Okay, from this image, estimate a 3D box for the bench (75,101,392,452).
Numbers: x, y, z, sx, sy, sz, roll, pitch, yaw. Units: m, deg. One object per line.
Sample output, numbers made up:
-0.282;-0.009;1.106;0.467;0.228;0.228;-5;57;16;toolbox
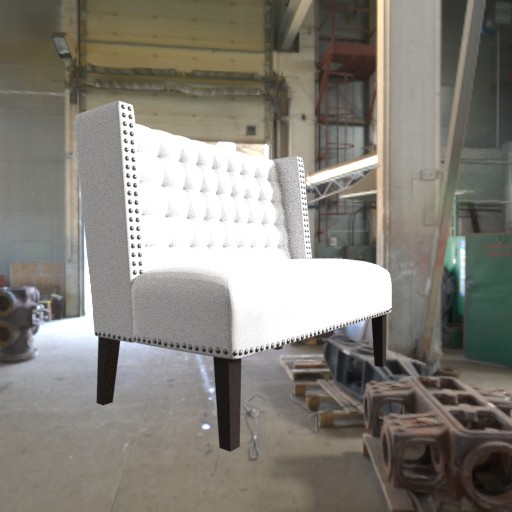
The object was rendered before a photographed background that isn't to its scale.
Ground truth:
0.000;0.000;1.991;0.847;1.123;1.280;1;1;37;bench
